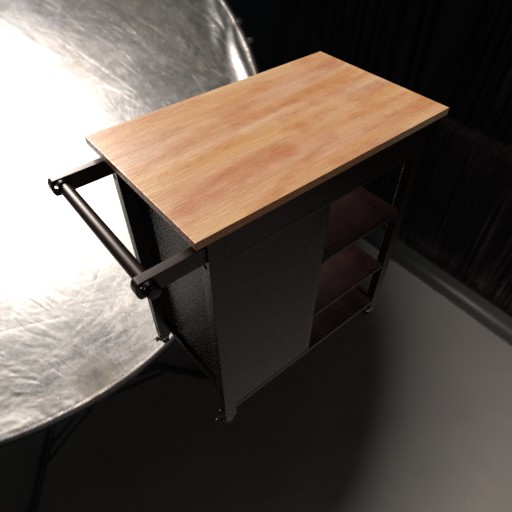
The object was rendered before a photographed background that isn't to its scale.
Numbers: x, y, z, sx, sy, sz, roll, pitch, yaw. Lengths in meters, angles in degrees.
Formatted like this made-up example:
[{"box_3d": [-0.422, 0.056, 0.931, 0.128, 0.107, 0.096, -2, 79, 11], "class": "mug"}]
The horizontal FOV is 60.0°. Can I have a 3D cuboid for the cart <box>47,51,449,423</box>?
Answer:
[{"box_3d": [0.000, 0.000, 1.386, 0.914, 0.878, 0.472, -31, 53, -26], "class": "cart"}]
